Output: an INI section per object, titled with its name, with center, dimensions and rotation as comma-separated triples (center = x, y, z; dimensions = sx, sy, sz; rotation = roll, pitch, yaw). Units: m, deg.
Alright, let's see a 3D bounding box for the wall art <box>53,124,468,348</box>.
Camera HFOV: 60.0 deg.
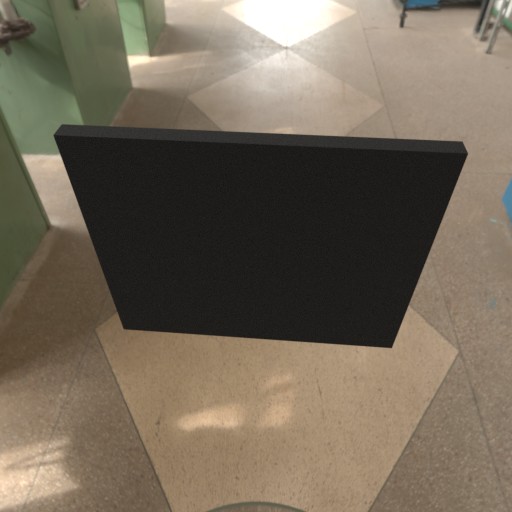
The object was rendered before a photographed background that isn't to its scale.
[wall art]
center = 0.000, 0.000, 0.767
dimensions = 0.558, 0.457, 0.031
rotation = 3, 45, 3
